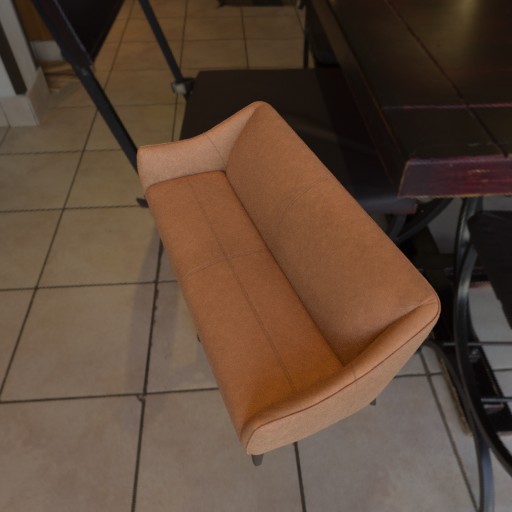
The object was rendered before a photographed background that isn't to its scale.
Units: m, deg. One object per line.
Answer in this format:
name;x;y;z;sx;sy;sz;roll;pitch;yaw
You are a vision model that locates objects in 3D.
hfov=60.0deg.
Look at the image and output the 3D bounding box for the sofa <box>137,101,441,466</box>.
sofa;0.000;0.000;2.401;0.869;0.830;1.928;-17;49;-15
